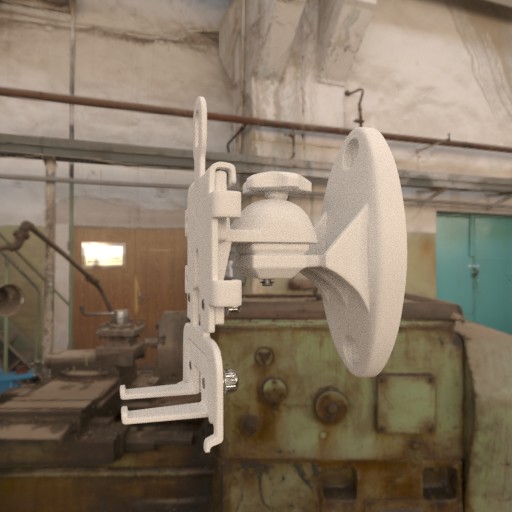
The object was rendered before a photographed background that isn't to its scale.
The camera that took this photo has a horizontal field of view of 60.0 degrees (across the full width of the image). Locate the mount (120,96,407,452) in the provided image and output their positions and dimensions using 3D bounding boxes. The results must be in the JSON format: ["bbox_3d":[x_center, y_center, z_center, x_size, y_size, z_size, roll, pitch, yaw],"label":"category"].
[{"bbox_3d":[0.000,0.000,0.172,0.100,0.118,0.066,0,0,-18],"label":"mount"}]
